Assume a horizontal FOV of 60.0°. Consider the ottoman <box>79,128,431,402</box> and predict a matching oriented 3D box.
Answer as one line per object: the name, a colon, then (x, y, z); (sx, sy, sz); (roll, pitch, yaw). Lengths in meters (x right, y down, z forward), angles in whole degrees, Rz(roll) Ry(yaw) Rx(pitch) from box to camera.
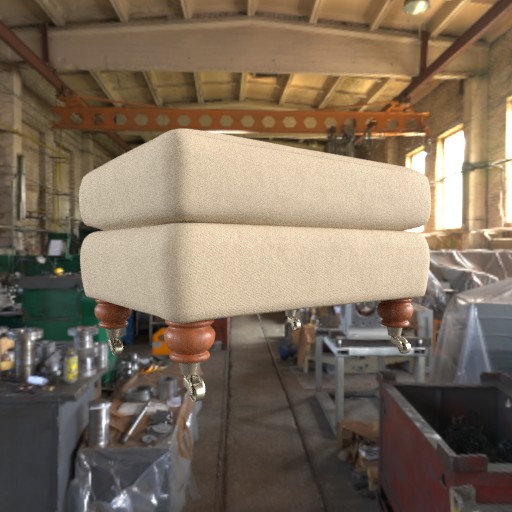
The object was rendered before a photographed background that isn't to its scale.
ottoman: (0.000, 0.000, 1.164); (0.773, 0.504, 0.569); (-1, 1, -36)
